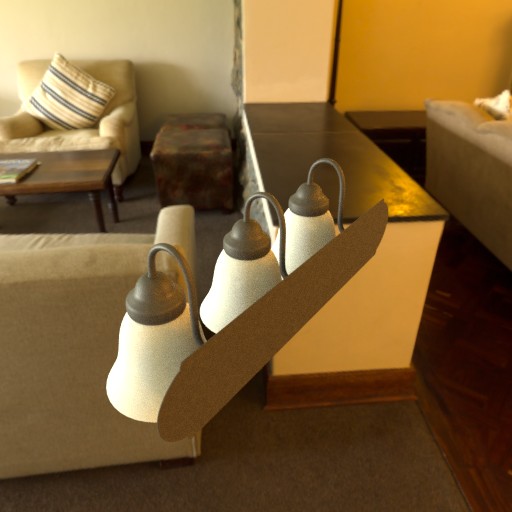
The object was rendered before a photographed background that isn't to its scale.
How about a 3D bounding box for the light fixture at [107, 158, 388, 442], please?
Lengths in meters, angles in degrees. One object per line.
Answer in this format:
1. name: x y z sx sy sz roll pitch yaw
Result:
1. light fixture: 0.000 0.000 0.701 0.199 0.222 0.610 20 36 31
